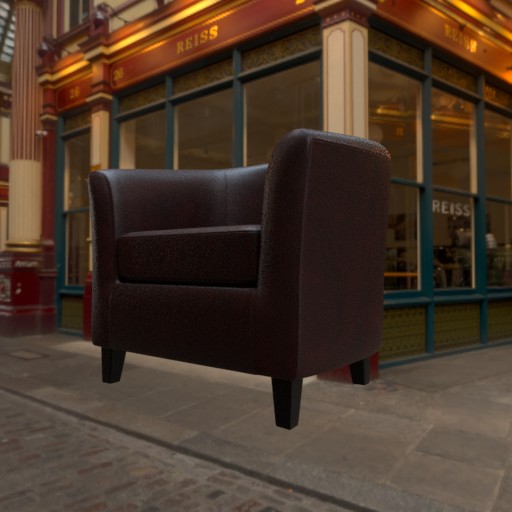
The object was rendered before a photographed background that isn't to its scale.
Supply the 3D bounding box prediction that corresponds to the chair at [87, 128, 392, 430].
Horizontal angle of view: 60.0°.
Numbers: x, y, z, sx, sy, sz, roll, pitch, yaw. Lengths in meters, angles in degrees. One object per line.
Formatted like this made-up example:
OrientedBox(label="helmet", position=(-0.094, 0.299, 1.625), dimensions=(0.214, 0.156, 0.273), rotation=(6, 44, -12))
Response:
OrientedBox(label="chair", position=(0.000, 0.000, 1.408), dimensions=(0.792, 0.756, 0.727), rotation=(-1, -1, 36))
